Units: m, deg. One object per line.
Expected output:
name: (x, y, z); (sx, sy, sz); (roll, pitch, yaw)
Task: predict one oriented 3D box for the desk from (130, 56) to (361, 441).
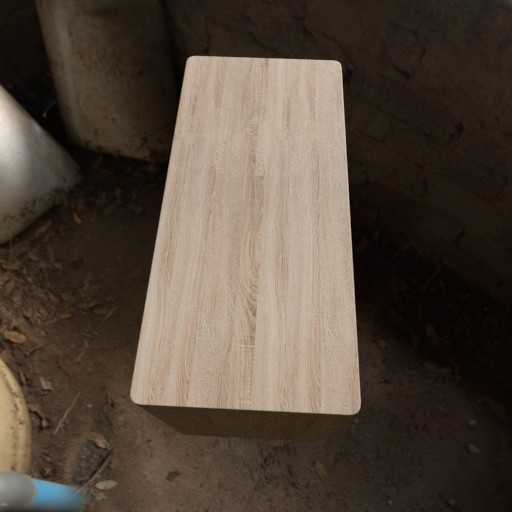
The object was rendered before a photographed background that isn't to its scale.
desk: (0.000, 0.000, 1.649); (0.550, 0.760, 1.200); (2, 63, 1)
